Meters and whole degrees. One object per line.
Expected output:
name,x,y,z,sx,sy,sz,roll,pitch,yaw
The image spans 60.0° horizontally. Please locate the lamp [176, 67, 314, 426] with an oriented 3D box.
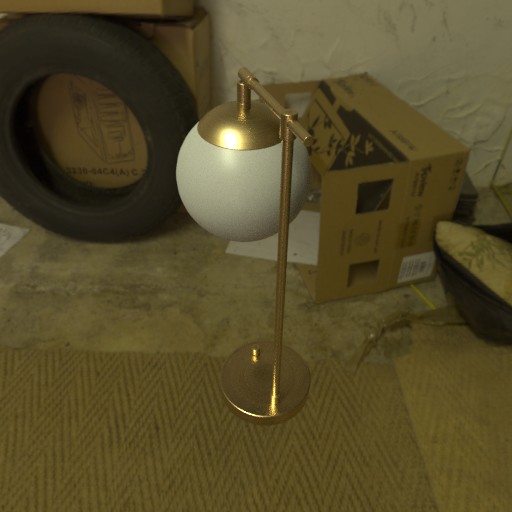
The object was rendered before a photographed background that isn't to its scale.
lamp,0.000,0.000,0.715,0.207,0.559,0.324,-12,41,-14
